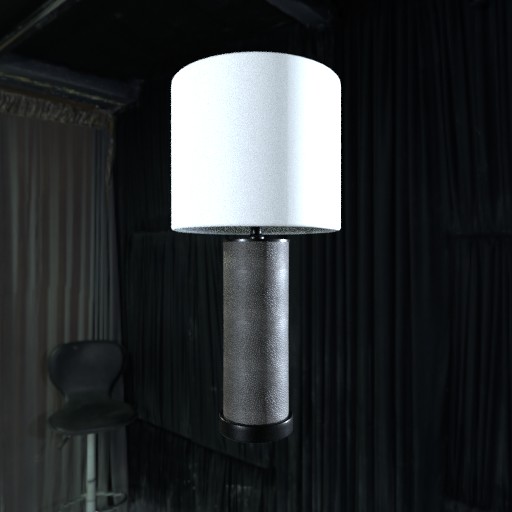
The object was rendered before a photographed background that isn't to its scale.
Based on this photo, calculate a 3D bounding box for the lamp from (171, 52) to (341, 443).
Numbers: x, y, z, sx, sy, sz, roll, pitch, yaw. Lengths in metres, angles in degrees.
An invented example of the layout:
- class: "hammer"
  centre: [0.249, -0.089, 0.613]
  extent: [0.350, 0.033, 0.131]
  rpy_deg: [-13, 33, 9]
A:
- class: "lamp"
  centre: [0.000, 0.000, 0.816]
  extent: [0.305, 0.634, 0.305]
  rpy_deg: [0, 0, 36]
